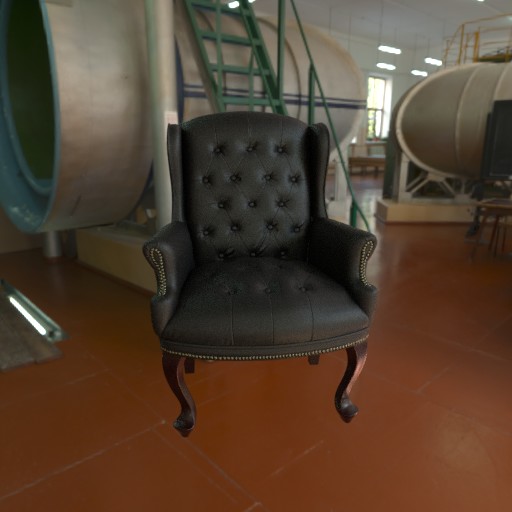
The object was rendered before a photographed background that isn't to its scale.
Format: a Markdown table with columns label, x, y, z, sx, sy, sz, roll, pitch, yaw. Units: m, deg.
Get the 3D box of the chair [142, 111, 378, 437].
| label | x | y | z | sx | sy | sz | roll | pitch | yaw |
| --- | --- | --- | --- | --- | --- | --- | --- | --- | --- |
| chair | 0.000 | 0.000 | 1.770 | 0.831 | 1.133 | 0.822 | -2 | 15 | -8 |
